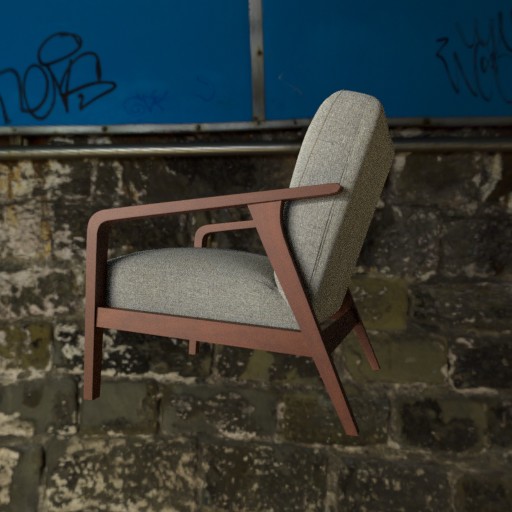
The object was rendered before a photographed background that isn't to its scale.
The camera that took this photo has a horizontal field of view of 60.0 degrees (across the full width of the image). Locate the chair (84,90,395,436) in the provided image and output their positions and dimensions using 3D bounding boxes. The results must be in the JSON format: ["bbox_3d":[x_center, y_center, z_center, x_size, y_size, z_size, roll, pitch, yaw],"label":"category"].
[{"bbox_3d":[0.000,0.000,1.467,0.858,0.847,0.704,0,0,20],"label":"chair"}]
